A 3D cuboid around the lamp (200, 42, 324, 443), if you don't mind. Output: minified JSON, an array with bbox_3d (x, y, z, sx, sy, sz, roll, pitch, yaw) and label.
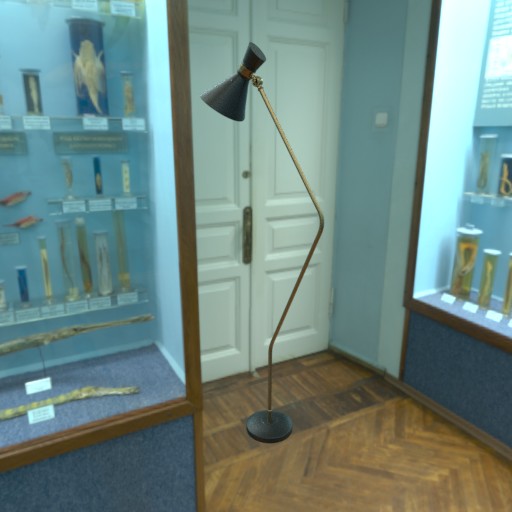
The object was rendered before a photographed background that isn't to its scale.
[{"bbox_3d":[0.000,0.000,1.609,0.277,1.438,0.467,-7,17,-25],"label":"lamp"}]
